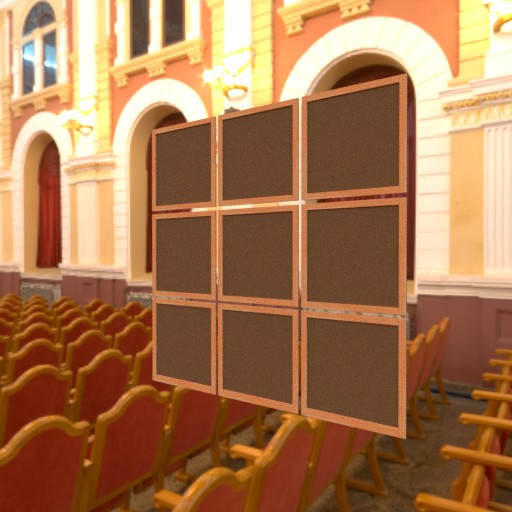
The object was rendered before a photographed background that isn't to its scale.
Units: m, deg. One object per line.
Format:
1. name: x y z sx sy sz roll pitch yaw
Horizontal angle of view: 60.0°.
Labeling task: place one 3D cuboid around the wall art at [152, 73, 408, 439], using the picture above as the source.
1. wall art: 0.000 0.000 2.279 1.520 1.525 0.013 0 1 34
